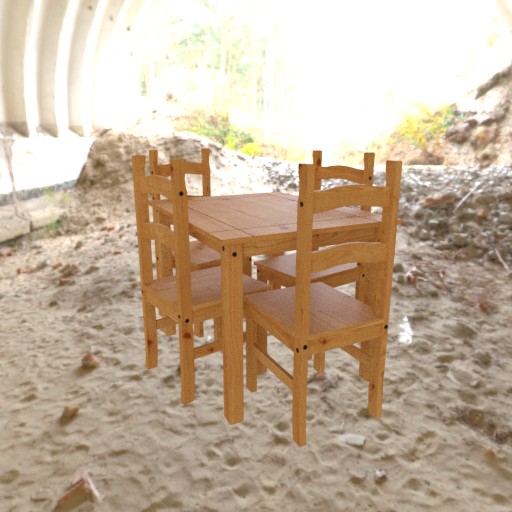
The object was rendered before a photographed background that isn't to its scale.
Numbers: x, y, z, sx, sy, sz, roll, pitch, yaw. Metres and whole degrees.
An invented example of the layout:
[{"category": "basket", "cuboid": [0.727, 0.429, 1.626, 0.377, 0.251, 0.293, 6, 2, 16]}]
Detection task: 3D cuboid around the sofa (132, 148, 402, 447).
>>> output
[{"category": "sofa", "cuboid": [0.000, 0.000, 2.211, 1.144, 1.000, 1.529, -8, 17, -26]}]
